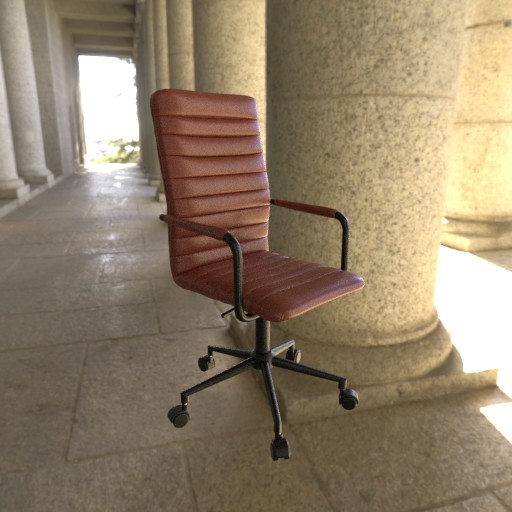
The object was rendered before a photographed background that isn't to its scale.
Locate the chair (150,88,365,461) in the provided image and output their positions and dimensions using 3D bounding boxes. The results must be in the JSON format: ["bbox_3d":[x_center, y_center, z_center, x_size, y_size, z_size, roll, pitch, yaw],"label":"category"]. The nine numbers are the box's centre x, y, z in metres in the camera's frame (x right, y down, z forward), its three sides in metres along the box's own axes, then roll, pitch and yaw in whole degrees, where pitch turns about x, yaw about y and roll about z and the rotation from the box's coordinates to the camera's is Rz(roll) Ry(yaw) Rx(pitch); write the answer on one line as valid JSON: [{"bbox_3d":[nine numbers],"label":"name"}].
[{"bbox_3d":[0.000,0.000,1.367,0.608,0.979,0.580,-14,21,-43],"label":"chair"}]
